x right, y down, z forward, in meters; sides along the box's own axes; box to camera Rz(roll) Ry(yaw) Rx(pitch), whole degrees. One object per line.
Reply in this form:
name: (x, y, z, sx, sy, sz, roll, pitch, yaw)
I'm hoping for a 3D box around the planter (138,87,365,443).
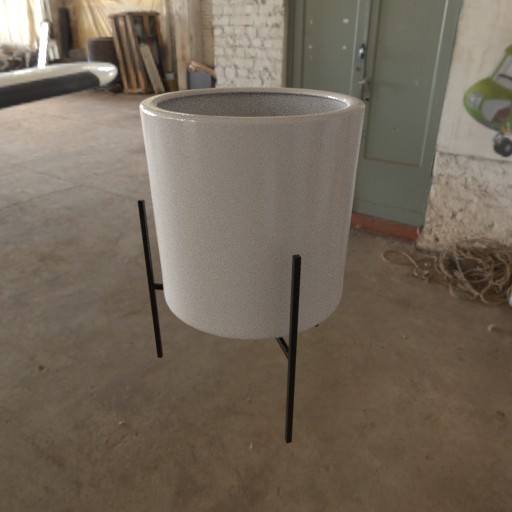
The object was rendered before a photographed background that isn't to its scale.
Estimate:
planter: (0.000, 0.000, 0.645, 0.307, 0.431, 0.308, -8, 28, -16)
